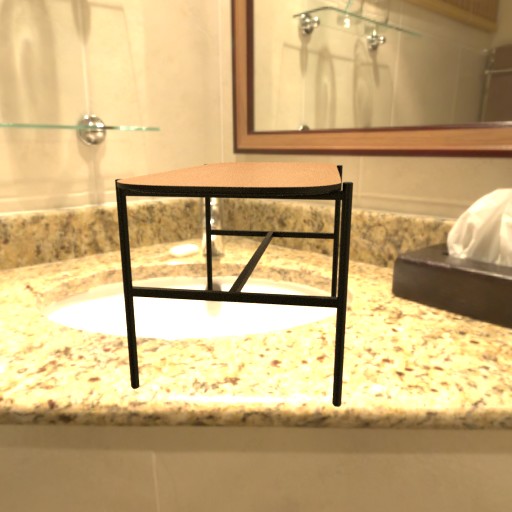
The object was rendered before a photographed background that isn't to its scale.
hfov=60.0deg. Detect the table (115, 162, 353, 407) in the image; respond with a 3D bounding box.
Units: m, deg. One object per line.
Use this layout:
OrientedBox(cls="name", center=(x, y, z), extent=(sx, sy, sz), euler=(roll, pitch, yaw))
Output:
OrientedBox(cls="table", center=(0.000, 0.000, 1.046), extent=(0.400, 0.400, 0.800), euler=(2, 14, 9))
